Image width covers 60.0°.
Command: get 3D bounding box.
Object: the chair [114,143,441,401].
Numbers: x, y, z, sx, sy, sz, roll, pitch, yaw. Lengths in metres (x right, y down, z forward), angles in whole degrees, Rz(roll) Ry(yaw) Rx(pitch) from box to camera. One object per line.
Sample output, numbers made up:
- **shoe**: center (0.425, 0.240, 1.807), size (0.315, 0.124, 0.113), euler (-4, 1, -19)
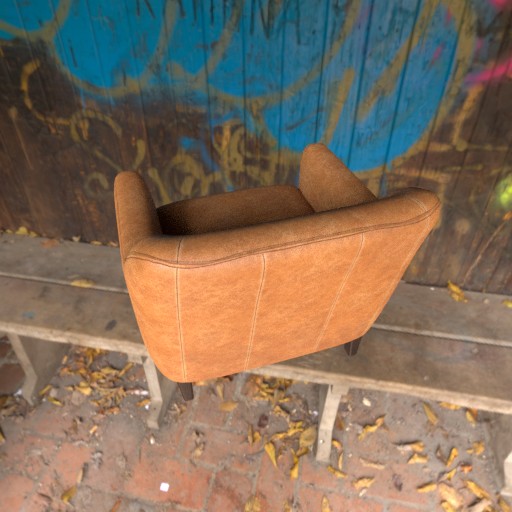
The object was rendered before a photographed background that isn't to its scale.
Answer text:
- **chair**: center (0.000, 0.000, 1.833), size (1.037, 0.980, 1.034), euler (-12, 42, -13)
